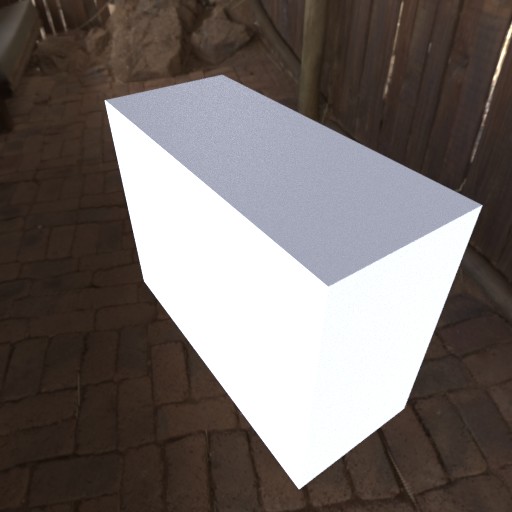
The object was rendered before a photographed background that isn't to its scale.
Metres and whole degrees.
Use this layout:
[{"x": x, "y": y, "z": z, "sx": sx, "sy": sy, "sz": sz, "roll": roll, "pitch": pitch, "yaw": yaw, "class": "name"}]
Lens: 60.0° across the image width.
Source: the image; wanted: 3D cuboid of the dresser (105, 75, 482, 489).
[{"x": 0.000, "y": 0.000, "z": 1.492, "sx": 0.460, "sy": 0.820, "sz": 1.100, "roll": -24, "pitch": 45, "yaw": -26, "class": "dresser"}]
